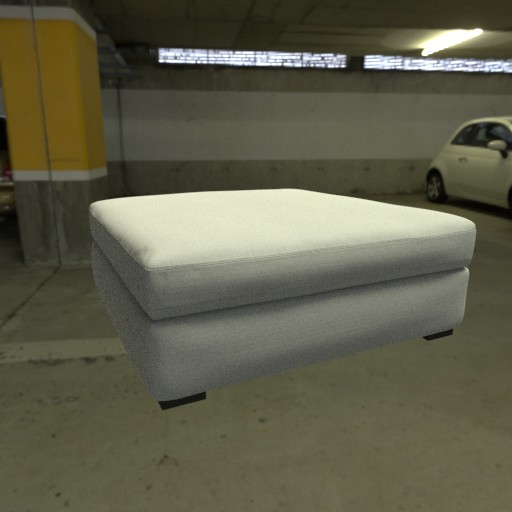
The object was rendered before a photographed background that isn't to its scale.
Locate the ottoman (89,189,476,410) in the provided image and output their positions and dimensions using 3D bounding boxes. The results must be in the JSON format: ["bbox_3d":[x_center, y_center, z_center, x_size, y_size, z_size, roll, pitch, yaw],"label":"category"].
[{"bbox_3d":[0.000,0.000,1.789,1.167,0.482,1.163,-7,16,-26],"label":"ottoman"}]
